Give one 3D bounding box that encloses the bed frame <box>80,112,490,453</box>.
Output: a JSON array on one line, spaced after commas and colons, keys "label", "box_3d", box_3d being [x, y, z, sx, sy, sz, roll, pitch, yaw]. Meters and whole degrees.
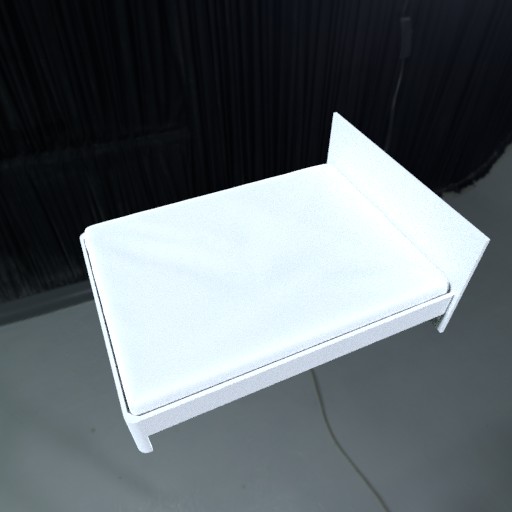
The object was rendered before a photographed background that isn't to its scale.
[{"label": "bed frame", "box_3d": [0.000, 0.000, 2.741, 1.950, 0.800, 1.490, -18, 48, -17]}]
